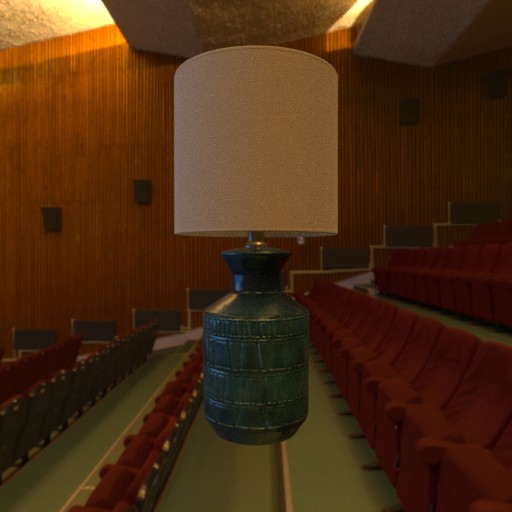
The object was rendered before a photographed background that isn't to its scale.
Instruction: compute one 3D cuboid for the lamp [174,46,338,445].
[{"bbox_3d":[0.000,0.000,0.584,0.211,0.455,0.211,0,0,0],"label":"lamp"}]
